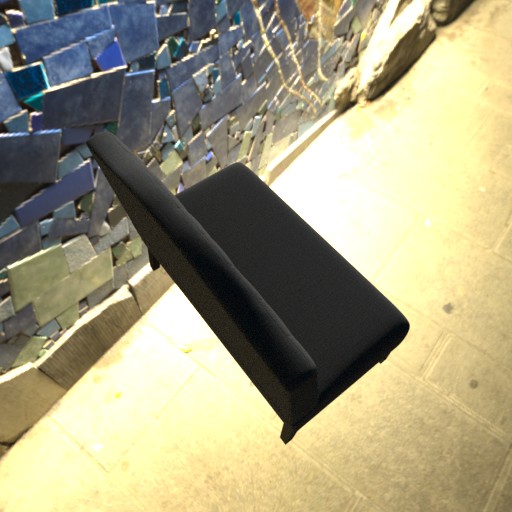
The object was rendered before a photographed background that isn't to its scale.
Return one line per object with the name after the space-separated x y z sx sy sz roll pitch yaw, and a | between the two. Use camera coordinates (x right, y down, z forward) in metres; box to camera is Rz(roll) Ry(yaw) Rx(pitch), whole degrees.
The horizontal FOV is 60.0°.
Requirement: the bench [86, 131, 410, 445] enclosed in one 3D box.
0.000 0.000 2.050 0.815 1.180 1.335 -33 62 -20 | bench
